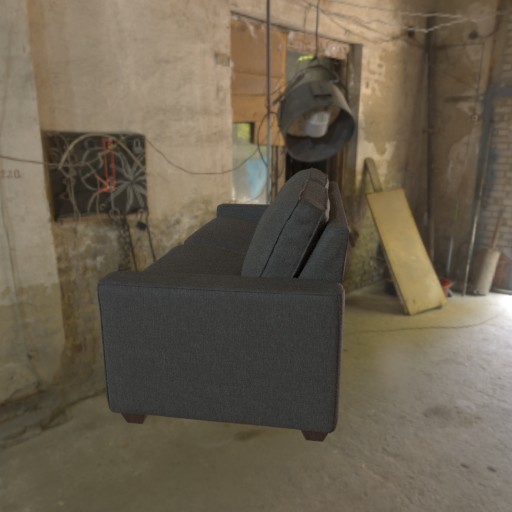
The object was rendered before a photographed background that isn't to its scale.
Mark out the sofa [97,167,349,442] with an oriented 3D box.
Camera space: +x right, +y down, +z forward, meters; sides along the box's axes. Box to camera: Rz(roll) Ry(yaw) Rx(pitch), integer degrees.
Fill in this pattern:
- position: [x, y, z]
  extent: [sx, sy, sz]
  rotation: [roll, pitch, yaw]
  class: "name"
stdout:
- position: [0.000, 0.000, 2.571]
  extent: [0.940, 0.919, 2.080]
  rotation: [2, 15, 8]
  class: "sofa"
